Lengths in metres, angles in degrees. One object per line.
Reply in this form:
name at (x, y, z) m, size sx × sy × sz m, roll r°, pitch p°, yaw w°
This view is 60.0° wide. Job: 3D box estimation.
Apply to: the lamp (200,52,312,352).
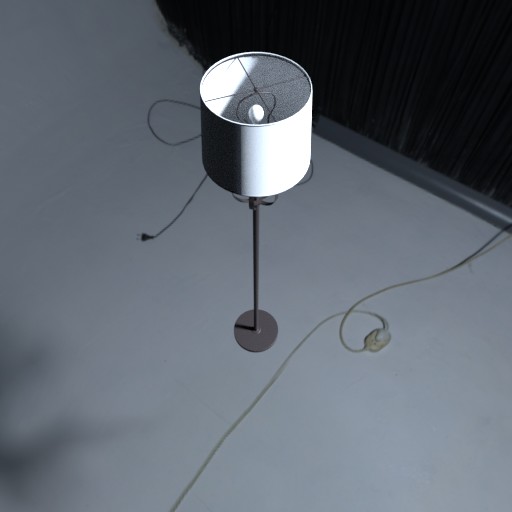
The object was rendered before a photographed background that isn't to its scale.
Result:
lamp at (0.000, 0.000, 1.620) m, size 0.286 × 1.462 × 0.286 m, roll 34°, pitch 64°, yaw 19°
